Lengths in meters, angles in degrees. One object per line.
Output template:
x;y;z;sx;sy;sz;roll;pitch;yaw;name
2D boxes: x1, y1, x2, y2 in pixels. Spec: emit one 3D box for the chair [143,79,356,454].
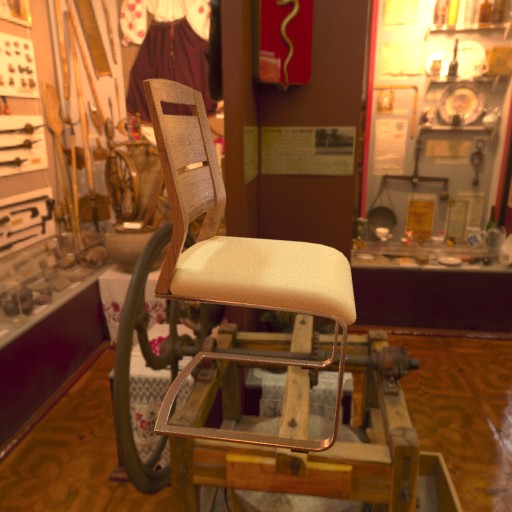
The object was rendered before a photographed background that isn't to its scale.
0.000;0.000;1.284;0.561;0.955;0.457;3;17;9;chair
